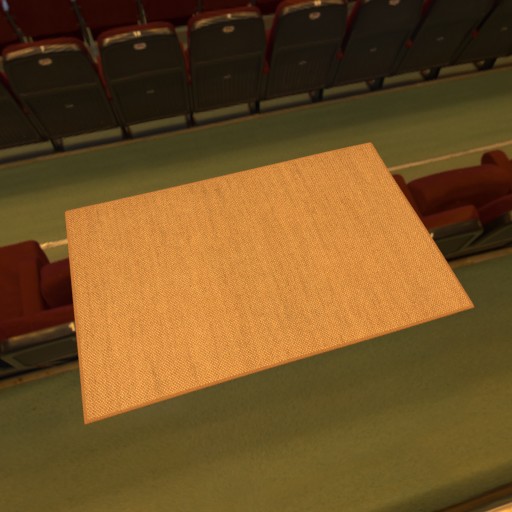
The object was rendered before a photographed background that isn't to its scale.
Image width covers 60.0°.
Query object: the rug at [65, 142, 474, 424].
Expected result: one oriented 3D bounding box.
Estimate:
[{"bbox_3d":[0.000,0.000,2.065,1.668,0.012,1.061,-14,59,-9],"label":"rug"}]
